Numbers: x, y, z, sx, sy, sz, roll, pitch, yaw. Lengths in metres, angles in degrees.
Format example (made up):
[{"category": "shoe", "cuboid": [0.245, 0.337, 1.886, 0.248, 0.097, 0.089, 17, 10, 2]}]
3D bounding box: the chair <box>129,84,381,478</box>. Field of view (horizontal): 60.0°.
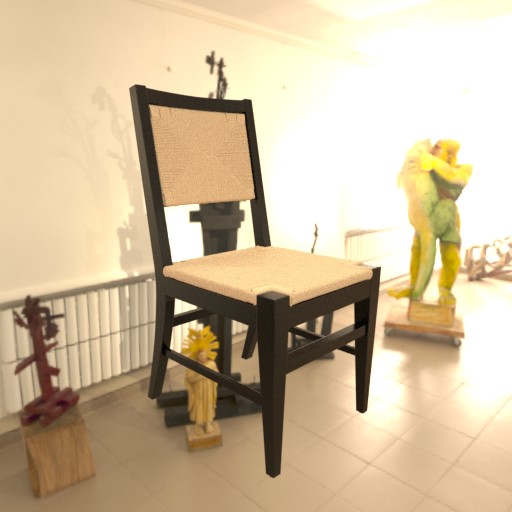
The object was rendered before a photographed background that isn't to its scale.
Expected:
[{"category": "chair", "cuboid": [0.000, 0.000, 1.258, 0.437, 0.927, 0.552, -12, 17, -44]}]
